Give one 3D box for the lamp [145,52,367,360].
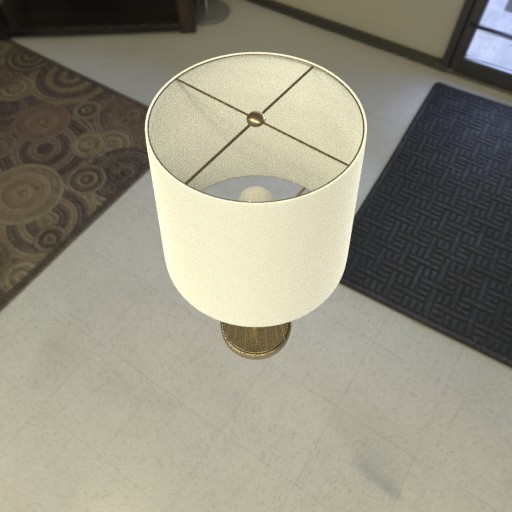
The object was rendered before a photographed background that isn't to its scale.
[{"bbox_3d":[0.000,0.000,0.776,0.303,0.618,0.303,0,58,0],"label":"lamp"}]
